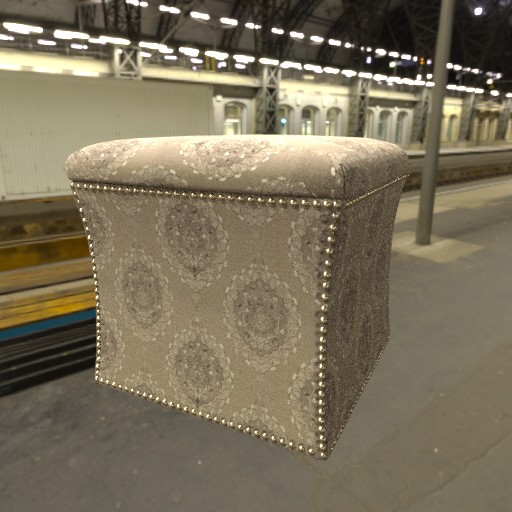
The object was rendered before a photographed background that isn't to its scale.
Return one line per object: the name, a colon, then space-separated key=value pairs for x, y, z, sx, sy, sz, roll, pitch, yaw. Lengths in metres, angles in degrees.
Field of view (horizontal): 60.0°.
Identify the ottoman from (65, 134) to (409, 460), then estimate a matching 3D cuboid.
ottoman: x=0.000 y=0.000 z=0.896 sx=0.507 sy=0.473 sz=0.497 roll=8 pitch=18 yaw=26
